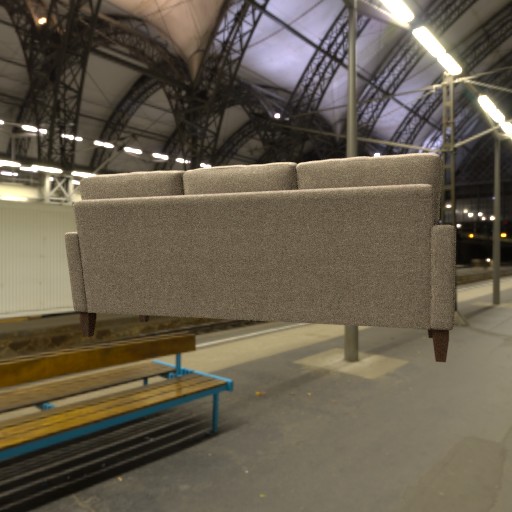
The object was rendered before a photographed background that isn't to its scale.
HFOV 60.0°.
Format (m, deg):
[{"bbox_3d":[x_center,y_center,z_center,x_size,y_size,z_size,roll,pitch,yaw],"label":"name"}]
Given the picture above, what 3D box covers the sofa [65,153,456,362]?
[{"bbox_3d":[0.000,0.000,2.650,2.115,0.984,0.888,0,0,18],"label":"sofa"}]
